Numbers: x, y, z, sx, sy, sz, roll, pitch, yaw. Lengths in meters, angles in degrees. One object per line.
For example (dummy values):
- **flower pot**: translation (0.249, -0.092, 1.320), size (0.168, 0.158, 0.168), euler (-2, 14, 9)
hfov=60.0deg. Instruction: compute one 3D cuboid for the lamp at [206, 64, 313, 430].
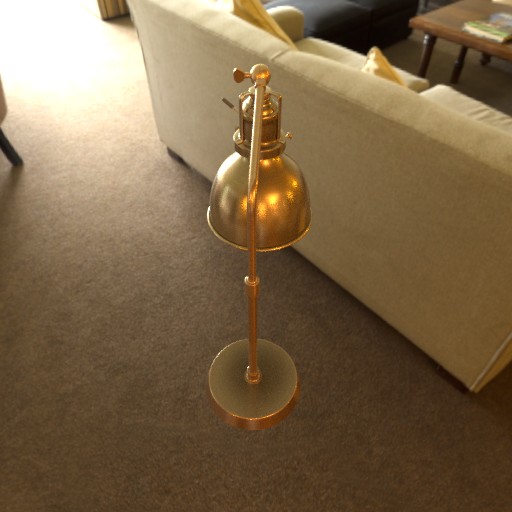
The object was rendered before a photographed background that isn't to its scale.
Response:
- **lamp**: translation (0.000, 0.000, 0.596), size (0.153, 0.456, 0.286), euler (3, 46, 3)
